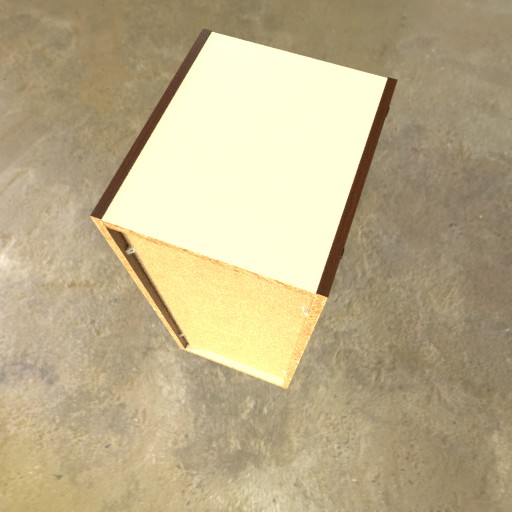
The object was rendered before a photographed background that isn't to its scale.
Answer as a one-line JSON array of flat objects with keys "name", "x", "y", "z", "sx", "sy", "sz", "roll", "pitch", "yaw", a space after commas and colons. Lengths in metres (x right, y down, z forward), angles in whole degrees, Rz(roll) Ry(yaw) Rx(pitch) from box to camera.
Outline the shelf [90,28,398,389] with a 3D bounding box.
[{"name": "shelf", "x": 0.000, "y": 0.000, "z": 0.758, "sx": 0.253, "sy": 0.600, "sz": 0.290, "roll": 19, "pitch": 67, "yaw": 8}]
